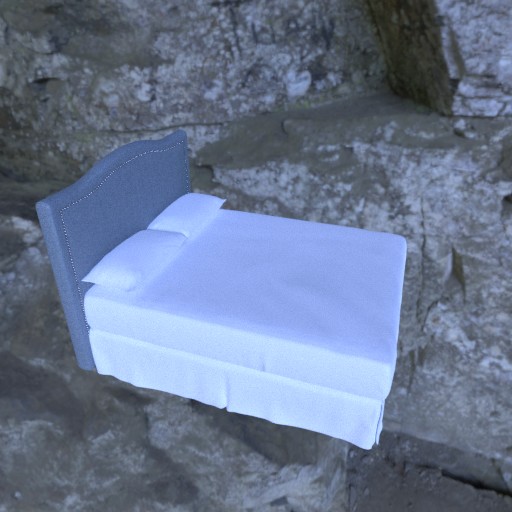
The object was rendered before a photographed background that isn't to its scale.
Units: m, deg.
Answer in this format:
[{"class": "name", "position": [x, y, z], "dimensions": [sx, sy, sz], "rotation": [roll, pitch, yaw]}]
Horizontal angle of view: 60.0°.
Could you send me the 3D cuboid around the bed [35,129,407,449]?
[{"class": "bed", "position": [0.000, 0.000, 3.288], "dimensions": [2.143, 1.460, 1.753], "rotation": [10, 32, 16]}]
